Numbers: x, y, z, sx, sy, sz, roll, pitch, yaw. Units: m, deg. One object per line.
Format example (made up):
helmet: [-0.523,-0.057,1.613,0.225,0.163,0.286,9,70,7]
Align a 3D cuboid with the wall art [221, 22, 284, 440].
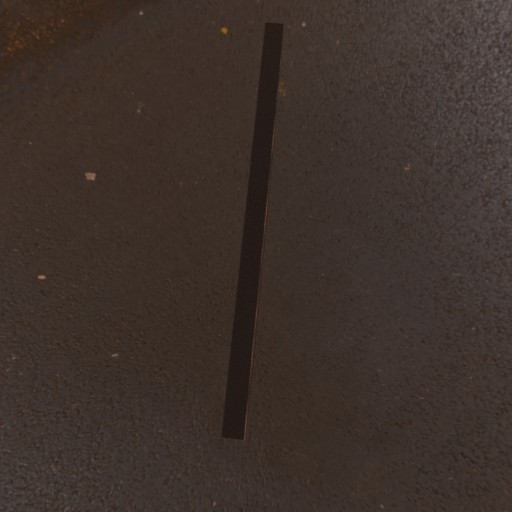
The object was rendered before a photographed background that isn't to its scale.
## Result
wall art: [0.000,0.000,1.150,0.038,0.762,0.762,5,78,1]
